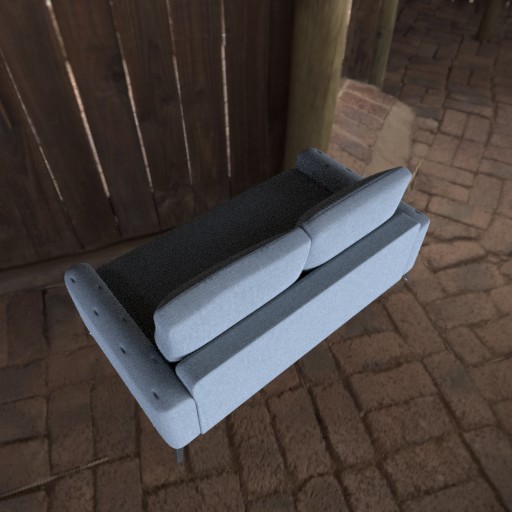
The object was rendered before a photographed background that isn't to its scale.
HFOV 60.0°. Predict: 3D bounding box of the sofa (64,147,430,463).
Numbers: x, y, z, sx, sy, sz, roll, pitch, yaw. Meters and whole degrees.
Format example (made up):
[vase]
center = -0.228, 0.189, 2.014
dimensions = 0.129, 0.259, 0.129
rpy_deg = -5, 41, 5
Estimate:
[sofa]
center = 0.000, 0.000, 2.232
dimensions = 1.650, 0.790, 0.920
rpy_deg = -31, 54, -26
